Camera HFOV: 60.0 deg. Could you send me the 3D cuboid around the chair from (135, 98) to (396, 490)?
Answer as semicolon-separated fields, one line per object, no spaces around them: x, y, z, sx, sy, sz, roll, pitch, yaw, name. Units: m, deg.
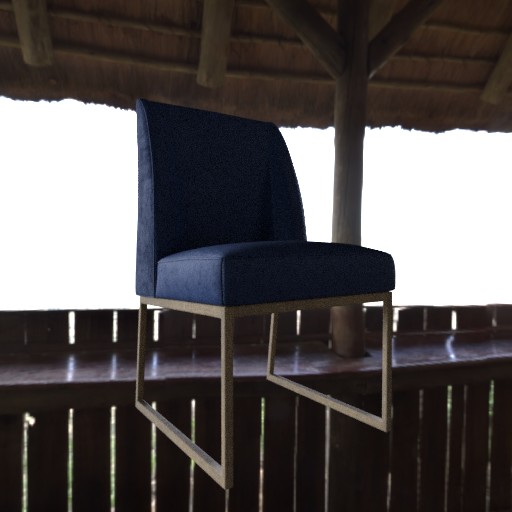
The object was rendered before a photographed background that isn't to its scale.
0.000;0.000;1.160;0.508;0.863;0.522;-1;2;-34;chair
